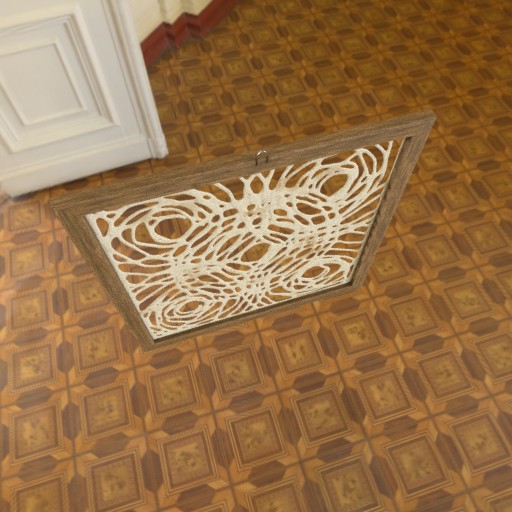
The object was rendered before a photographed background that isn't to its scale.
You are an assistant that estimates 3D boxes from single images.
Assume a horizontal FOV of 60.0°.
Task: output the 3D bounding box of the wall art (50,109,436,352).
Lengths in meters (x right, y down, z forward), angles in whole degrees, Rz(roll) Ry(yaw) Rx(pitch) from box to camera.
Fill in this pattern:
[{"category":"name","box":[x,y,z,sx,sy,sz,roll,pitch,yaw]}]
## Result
[{"category":"wall art","box":[0.000,0.000,0.852,0.561,0.576,0.021,-15,60,-9]}]
